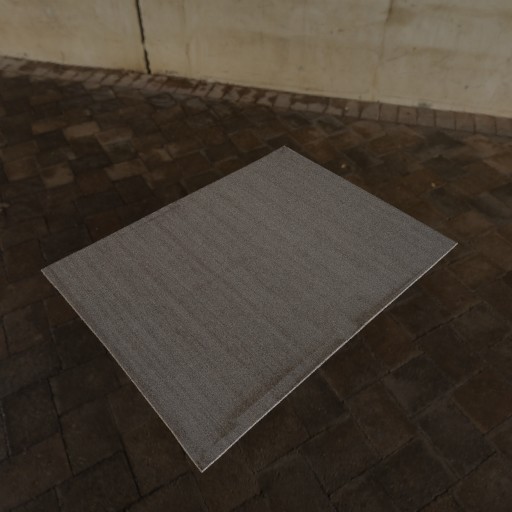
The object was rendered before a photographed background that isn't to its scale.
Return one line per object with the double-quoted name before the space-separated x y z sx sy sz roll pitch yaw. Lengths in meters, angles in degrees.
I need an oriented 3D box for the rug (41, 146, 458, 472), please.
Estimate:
"rug" 0.000 0.000 5.008 3.778 0.053 2.873 -33 54 -28
